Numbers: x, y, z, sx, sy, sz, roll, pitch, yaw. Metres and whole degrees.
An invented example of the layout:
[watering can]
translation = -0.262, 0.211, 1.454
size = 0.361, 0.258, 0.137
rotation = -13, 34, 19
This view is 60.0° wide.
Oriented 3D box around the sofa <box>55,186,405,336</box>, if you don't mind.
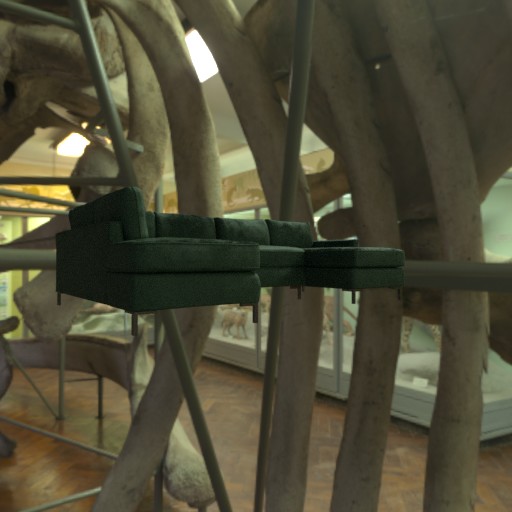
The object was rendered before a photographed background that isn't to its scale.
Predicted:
[sofa]
translation = 0.000, 0.000, 3.929
size = 2.994, 0.861, 1.992
rotation = 0, -1, -36
